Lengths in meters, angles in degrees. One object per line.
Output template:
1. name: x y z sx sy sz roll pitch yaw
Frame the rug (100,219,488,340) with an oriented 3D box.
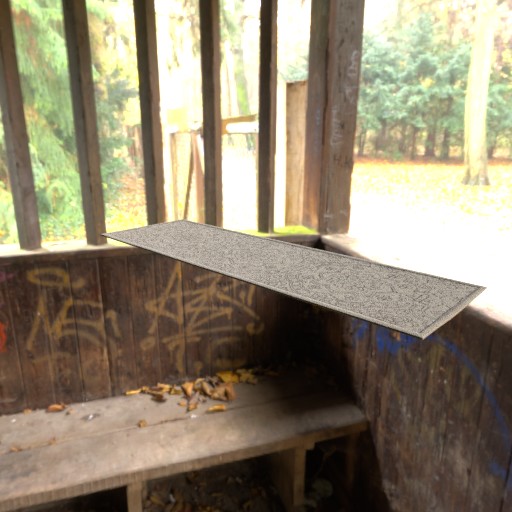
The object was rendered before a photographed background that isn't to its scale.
1. rug: 0.000 0.000 2.729 2.448 0.012 0.769 15 22 41
